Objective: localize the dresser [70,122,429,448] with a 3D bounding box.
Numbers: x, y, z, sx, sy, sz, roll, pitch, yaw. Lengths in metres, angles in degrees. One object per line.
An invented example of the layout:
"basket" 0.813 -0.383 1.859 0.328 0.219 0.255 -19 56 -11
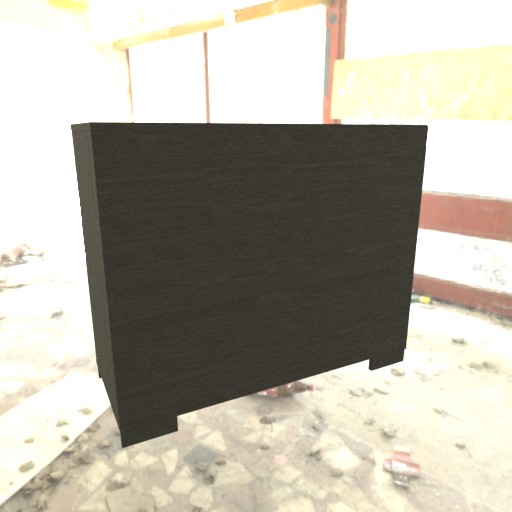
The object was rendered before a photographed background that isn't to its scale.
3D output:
"dresser" 0.000 0.000 1.433 0.994 0.816 0.404 -8 18 -26
